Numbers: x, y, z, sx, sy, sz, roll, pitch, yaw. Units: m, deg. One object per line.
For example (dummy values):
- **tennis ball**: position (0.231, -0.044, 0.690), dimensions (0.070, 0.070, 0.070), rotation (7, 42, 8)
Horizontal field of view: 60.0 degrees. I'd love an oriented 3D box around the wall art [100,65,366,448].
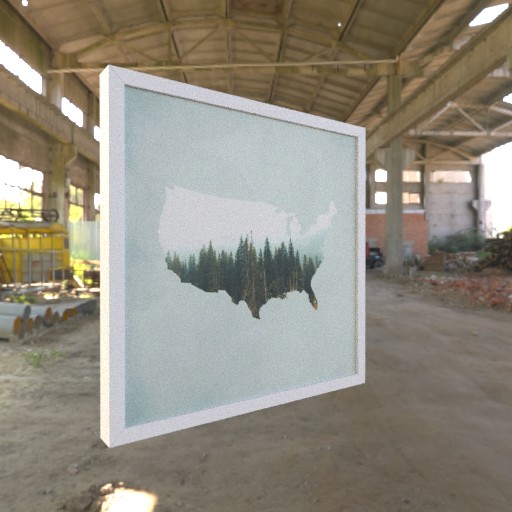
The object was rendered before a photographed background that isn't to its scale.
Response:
- **wall art**: position (0.000, 0.000, 0.450), dimensions (0.304, 0.304, 0.024), rotation (0, 0, -36)
